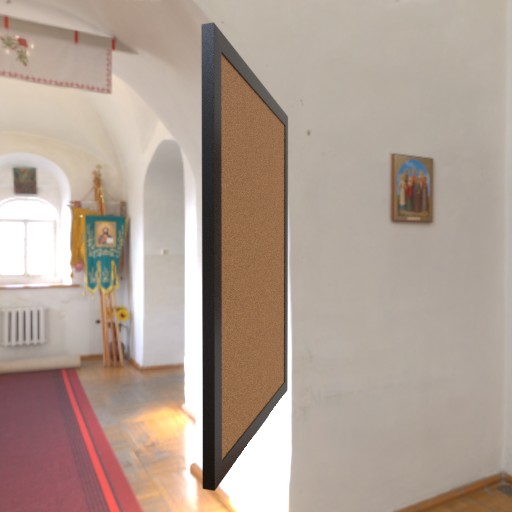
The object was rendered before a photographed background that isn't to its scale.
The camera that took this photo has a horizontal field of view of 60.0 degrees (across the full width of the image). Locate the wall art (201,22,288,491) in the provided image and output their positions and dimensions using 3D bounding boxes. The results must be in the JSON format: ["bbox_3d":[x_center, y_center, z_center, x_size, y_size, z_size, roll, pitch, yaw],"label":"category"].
[{"bbox_3d":[0.000,0.000,0.555,0.013,0.432,0.304,0,1,17],"label":"wall art"}]
